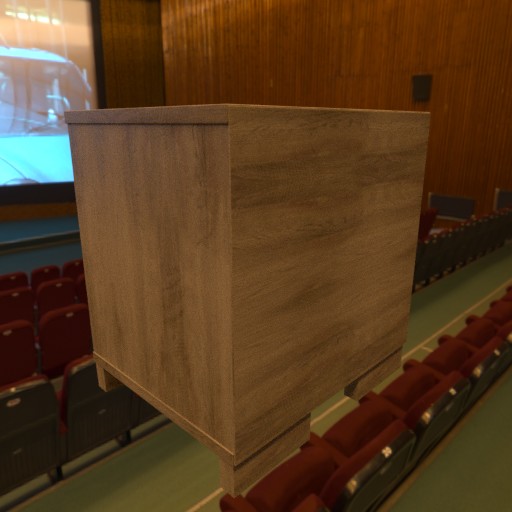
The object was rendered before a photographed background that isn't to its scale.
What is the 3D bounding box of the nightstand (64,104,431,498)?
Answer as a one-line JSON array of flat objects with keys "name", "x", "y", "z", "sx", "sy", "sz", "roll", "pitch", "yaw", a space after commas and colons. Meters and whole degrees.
[{"name": "nightstand", "x": 0.000, "y": 0.000, "z": 0.723, "sx": 0.347, "sy": 0.448, "sz": 0.427, "roll": 16, "pitch": 23, "yaw": 42}]
